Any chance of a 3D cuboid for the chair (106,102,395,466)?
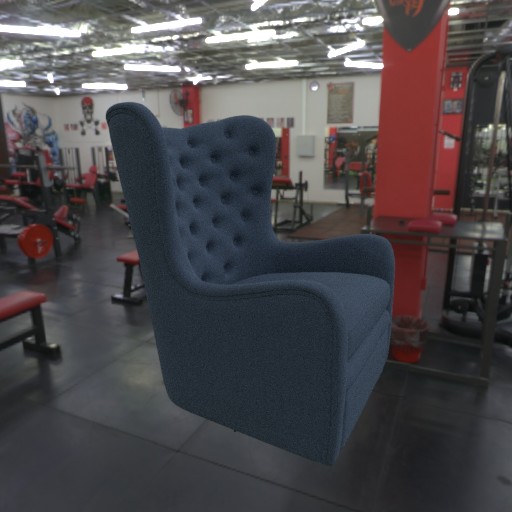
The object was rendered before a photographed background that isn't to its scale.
[{"bbox_3d":[0.000,0.000,1.695,0.930,1.079,0.831,7,16,27],"label":"chair"}]
